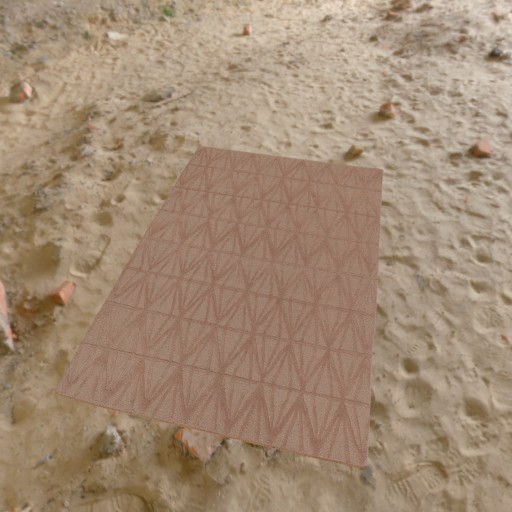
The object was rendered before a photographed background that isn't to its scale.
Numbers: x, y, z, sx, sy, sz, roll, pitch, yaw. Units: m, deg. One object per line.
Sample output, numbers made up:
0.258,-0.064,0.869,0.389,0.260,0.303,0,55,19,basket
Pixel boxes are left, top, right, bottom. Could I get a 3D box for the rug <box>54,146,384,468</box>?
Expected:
0.000,0.000,2.266,1.230,0.025,1.837,10,47,9,rug
